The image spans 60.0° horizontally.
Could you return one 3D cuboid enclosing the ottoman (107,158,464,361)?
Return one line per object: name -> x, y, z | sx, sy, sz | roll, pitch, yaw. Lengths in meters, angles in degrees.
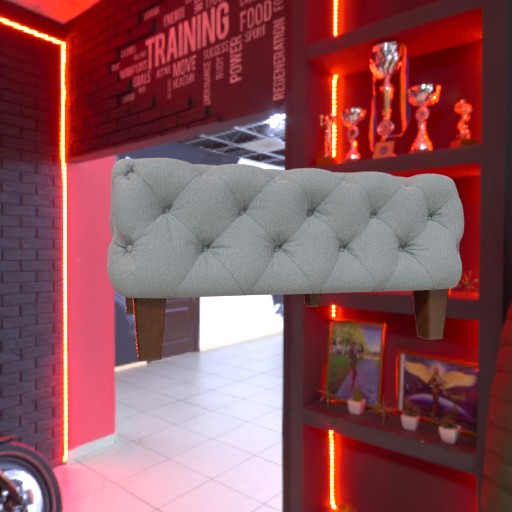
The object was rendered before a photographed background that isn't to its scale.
ottoman -> 0.000, 0.000, 1.433 | 0.917, 0.439, 0.911 | 0, 1, -18
